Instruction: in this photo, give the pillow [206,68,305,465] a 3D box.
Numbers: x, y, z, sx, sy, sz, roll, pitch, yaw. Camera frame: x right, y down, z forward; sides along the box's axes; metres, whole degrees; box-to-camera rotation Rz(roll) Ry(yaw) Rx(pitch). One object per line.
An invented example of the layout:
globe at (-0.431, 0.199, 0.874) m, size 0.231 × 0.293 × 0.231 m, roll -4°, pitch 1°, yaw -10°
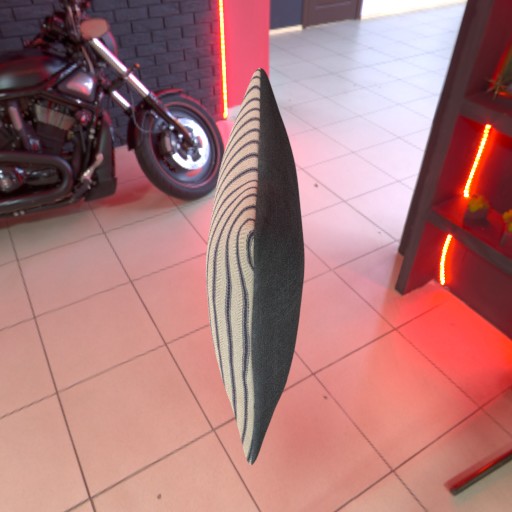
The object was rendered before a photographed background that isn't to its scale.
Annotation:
pillow at (0.000, 0.000, 0.707) m, size 0.138 × 0.444 × 0.468 m, roll 1°, pitch 41°, yaw 1°
